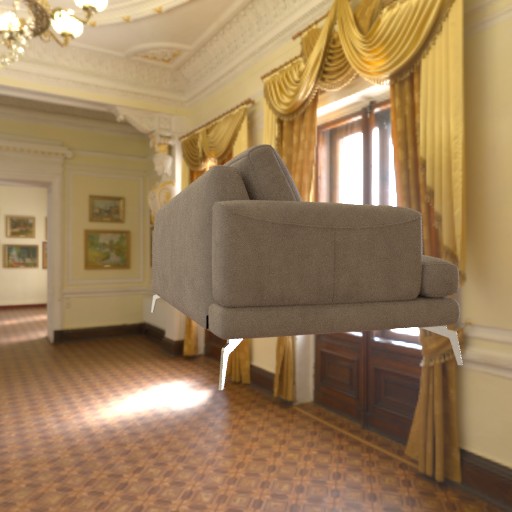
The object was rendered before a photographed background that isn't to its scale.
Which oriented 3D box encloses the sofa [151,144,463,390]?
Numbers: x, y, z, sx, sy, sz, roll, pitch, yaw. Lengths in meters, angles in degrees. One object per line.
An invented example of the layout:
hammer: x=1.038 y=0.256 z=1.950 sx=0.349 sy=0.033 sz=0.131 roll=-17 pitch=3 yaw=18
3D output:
sofa: x=0.000 y=0.000 z=2.461 sx=0.980 sy=0.830 sz=2.013 roll=0 pitch=0 yaw=-19
